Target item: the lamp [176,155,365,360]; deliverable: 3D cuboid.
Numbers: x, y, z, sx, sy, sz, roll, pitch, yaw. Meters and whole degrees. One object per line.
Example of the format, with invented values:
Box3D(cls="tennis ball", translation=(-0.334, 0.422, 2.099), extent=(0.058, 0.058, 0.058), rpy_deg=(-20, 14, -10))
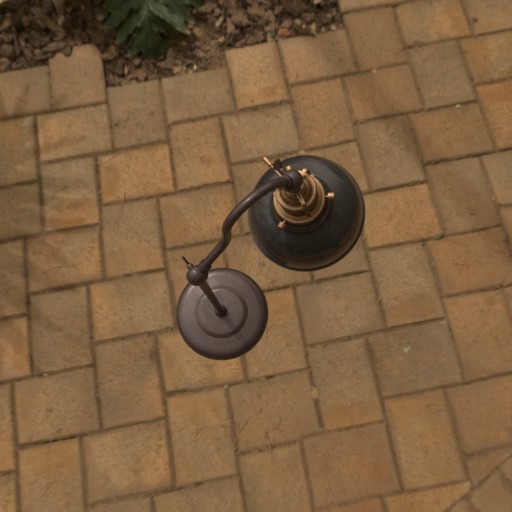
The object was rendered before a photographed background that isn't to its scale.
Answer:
Box3D(cls="lamp", translation=(0.000, 0.000, 0.694), extent=(0.374, 0.508, 0.192), rpy_deg=(-39, 79, -9))
